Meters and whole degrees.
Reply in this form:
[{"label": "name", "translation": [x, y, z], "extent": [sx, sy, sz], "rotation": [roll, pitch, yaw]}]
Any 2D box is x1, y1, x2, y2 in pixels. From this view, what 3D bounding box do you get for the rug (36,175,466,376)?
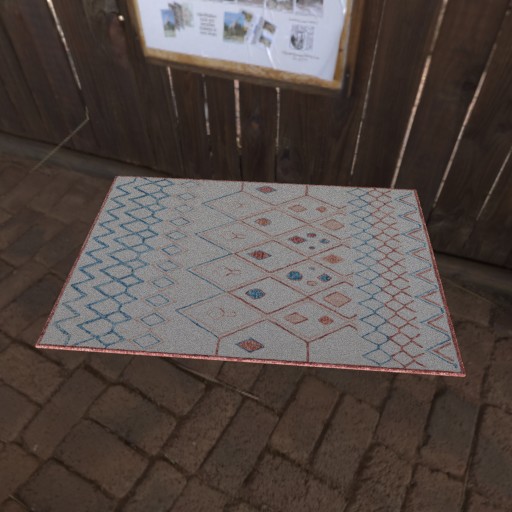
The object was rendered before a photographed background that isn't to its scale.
[{"label": "rug", "translation": [0.000, 0.000, 2.288], "extent": [1.829, 0.016, 1.219], "rotation": [3, 47, 3]}]
